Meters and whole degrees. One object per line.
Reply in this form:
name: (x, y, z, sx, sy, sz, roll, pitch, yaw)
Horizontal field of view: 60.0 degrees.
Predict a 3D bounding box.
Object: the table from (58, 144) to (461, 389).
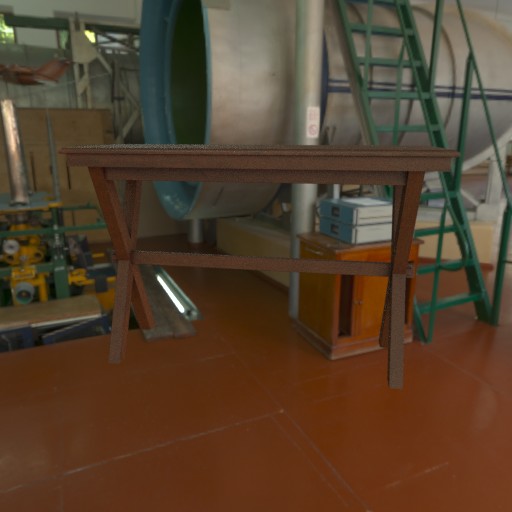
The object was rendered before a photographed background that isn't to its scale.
table: (0.000, 0.000, 1.592, 1.197, 0.763, 0.399, 3, 16, 9)
